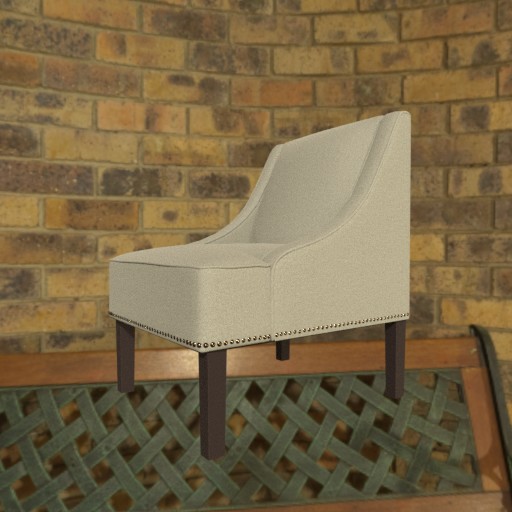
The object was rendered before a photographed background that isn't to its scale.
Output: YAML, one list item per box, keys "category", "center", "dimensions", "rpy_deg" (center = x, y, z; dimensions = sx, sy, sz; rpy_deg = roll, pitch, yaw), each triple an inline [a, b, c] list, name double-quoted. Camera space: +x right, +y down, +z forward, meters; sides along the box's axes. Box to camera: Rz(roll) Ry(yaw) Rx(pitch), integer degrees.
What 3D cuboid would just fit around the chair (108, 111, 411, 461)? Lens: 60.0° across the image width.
- category: "chair"
  center: [0.000, 0.000, 1.362]
  dimensions: [0.737, 0.864, 0.610]
  rpy_deg: [-1, 2, -36]
